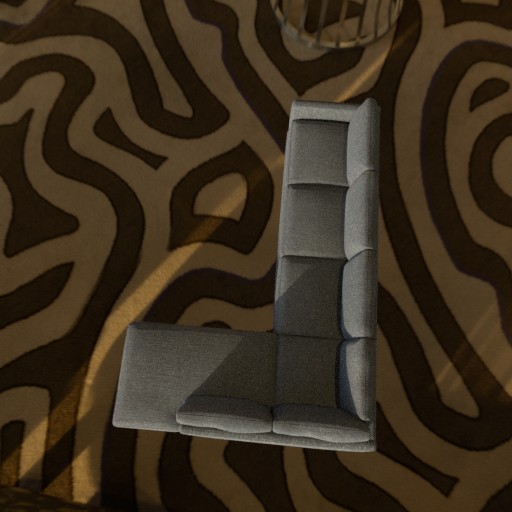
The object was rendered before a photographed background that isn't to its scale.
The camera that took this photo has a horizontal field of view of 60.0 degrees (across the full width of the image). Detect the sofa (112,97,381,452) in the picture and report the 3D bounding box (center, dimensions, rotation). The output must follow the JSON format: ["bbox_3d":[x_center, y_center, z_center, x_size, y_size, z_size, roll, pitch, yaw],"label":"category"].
[{"bbox_3d":[0.000,0.000,3.802,2.007,0.815,2.949,5,74,1],"label":"sofa"}]
